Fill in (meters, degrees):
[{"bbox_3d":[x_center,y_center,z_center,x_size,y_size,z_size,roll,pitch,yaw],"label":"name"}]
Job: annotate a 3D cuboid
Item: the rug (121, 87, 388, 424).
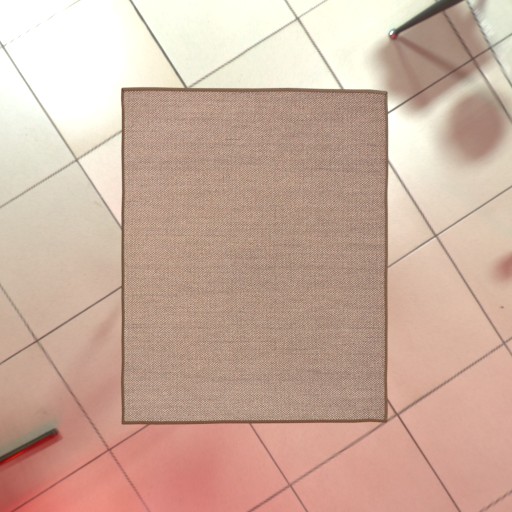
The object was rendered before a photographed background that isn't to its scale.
[{"bbox_3d":[0.000,0.000,4.002,2.413,0.020,3.041,0,90,-2],"label":"rug"}]
